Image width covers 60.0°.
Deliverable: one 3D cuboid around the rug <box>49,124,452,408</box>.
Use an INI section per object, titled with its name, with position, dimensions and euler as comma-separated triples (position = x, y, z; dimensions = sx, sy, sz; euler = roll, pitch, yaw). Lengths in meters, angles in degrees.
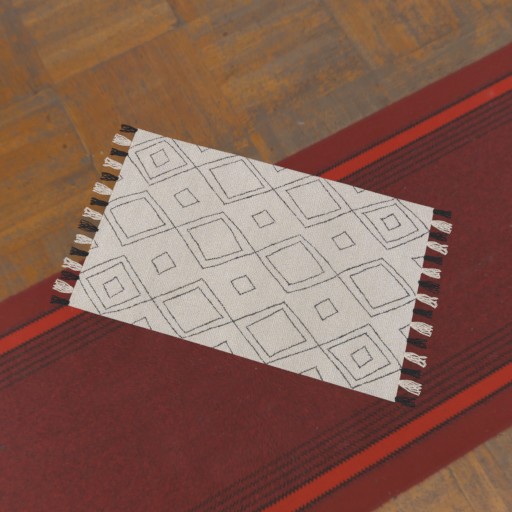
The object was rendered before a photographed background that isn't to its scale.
[rug]
position = 0.000, 0.000, 3.330
dimensions = 2.755, 0.021, 1.524
euler = 16, 76, 4
